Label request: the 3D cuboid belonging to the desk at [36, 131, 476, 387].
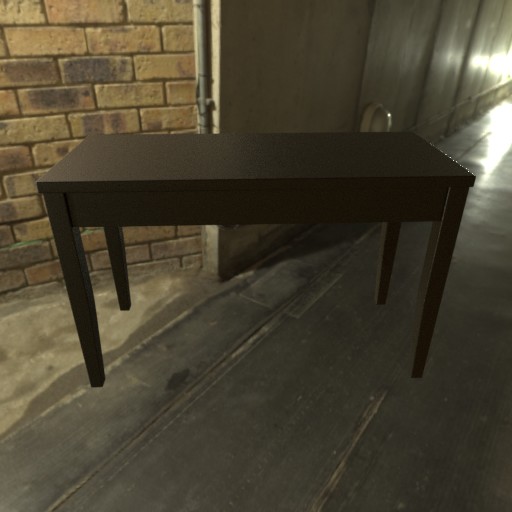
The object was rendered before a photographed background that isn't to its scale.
[{"bbox_3d":[0.000,0.000,1.633,1.220,0.775,0.508,-1,29,-2],"label":"desk"}]
